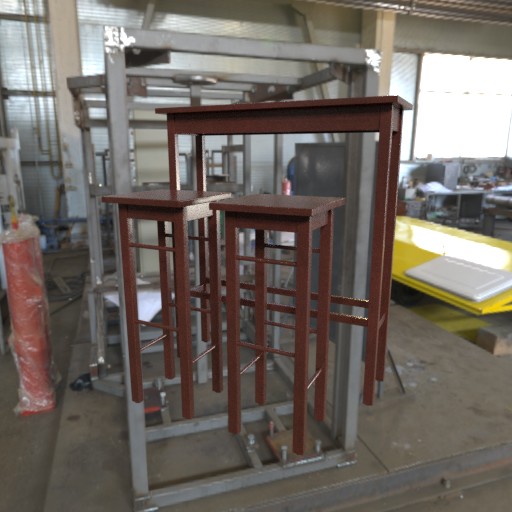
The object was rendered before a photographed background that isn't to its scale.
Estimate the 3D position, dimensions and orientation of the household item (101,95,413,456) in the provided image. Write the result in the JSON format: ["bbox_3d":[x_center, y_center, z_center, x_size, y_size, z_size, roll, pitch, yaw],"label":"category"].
[{"bbox_3d":[0.000,0.000,1.612,0.914,1.067,0.676,7,15,26],"label":"household item"}]
